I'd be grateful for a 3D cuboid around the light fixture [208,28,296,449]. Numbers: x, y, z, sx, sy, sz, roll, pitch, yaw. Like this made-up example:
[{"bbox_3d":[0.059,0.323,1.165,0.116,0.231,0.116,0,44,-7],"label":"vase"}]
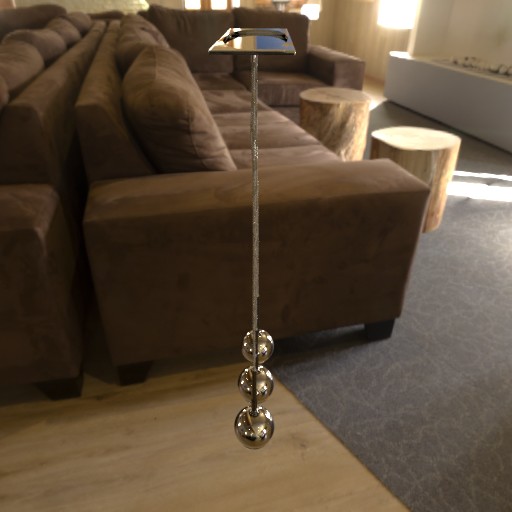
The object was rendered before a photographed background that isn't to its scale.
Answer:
[{"bbox_3d":[0.000,0.000,1.585,0.188,1.408,0.623,1,31,1],"label":"light fixture"}]
